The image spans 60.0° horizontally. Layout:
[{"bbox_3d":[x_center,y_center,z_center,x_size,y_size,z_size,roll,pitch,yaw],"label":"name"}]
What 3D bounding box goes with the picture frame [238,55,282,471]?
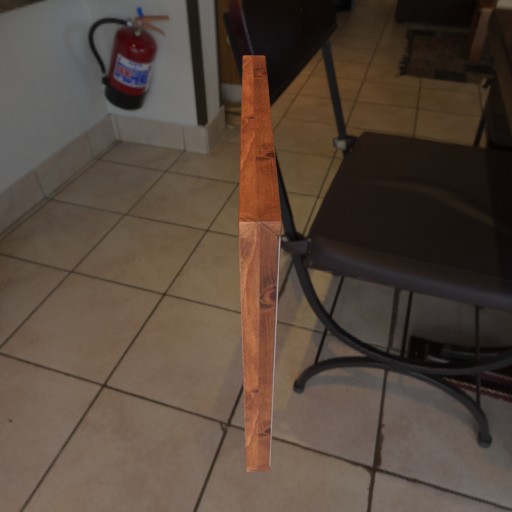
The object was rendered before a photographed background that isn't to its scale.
[{"bbox_3d":[0.000,0.000,0.532,0.028,0.356,0.352,-1,40,-1],"label":"picture frame"}]
